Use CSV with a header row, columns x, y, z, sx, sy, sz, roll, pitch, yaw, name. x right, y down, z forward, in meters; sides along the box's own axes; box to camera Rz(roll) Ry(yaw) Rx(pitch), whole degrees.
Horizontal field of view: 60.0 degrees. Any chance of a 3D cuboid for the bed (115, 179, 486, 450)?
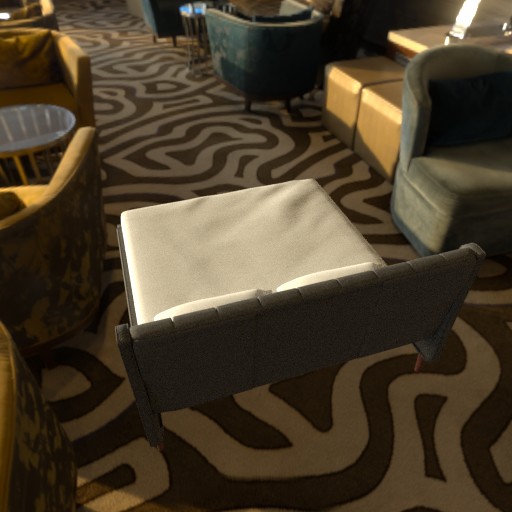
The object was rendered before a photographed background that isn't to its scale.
x,y,z,sx,sy,sz,roll,pitch,yaw,name
0.000,0.000,2.579,1.531,0.933,1.638,-12,42,-14,bed
